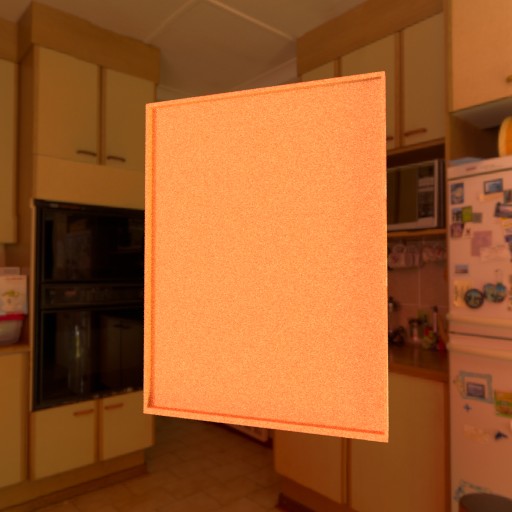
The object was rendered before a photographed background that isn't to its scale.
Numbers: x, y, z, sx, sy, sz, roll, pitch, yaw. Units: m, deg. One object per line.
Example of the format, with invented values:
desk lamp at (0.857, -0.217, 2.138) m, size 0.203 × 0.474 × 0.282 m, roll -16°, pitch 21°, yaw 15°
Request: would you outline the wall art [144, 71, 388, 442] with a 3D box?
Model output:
wall art at (0.000, 0.000, 1.346) m, size 0.762 × 1.015 × 0.031 m, roll -1°, pitch -2°, yaw 19°
